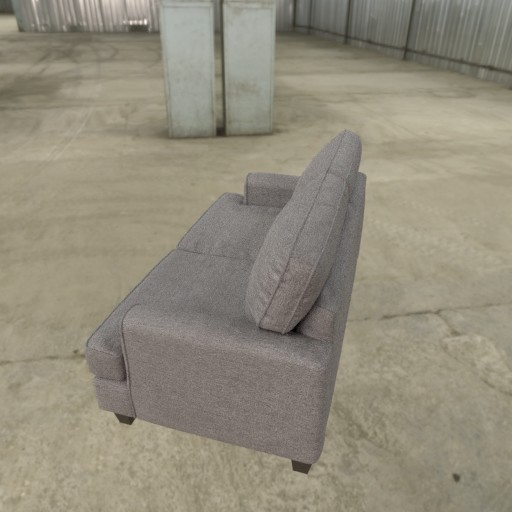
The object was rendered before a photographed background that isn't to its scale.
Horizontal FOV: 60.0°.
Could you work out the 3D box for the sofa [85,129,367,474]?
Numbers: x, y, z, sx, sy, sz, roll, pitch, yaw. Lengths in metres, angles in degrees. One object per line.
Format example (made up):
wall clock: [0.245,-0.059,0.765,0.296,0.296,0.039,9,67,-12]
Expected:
sofa: [0.000,0.000,2.227,0.965,0.965,1.651,8,31,14]
